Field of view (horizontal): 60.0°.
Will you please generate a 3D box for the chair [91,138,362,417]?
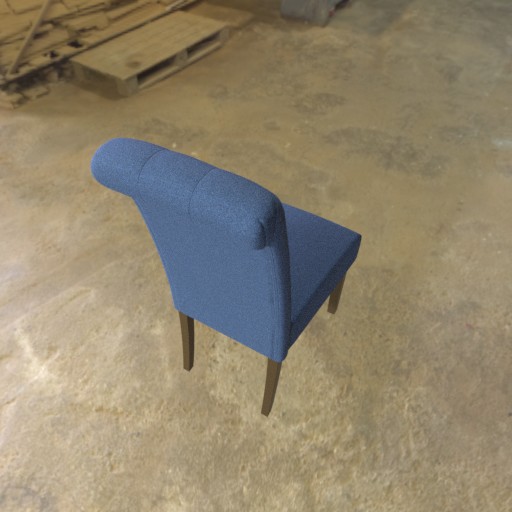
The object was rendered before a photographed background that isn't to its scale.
[{"bbox_3d":[0.000,0.000,1.353,0.456,1.006,0.671,23,51,21],"label":"chair"}]
